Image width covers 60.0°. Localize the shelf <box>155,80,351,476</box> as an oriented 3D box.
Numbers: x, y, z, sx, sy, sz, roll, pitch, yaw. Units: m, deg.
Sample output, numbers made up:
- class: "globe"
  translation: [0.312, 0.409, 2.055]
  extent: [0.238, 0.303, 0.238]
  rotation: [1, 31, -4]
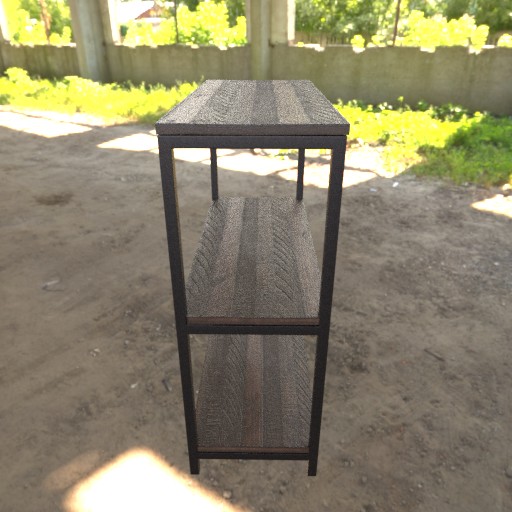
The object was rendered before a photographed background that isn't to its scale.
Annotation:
- class: "shelf"
  translation: [0.000, 0.000, 1.376]
  extent: [0.352, 0.947, 0.822]
  rotation: [0, 27, 1]
